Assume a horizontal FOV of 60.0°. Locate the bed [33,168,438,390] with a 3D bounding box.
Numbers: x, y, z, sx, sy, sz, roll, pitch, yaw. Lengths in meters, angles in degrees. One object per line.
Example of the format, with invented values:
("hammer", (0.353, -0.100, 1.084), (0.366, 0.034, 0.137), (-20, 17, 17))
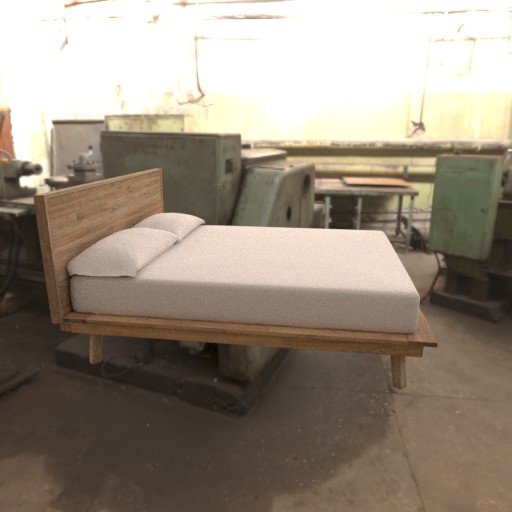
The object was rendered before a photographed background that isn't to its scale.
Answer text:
("bed", (0.000, 0.000, 3.183), (2.145, 1.071, 1.759), (2, 16, 8))
